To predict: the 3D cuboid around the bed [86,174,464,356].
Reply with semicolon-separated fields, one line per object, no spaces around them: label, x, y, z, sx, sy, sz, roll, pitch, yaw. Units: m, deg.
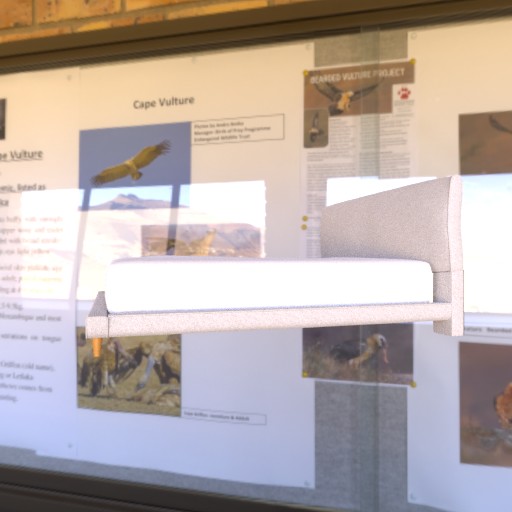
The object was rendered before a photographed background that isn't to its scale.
bed;0.000;0.000;3.613;2.498;1.126;1.980;0;-1;-18
